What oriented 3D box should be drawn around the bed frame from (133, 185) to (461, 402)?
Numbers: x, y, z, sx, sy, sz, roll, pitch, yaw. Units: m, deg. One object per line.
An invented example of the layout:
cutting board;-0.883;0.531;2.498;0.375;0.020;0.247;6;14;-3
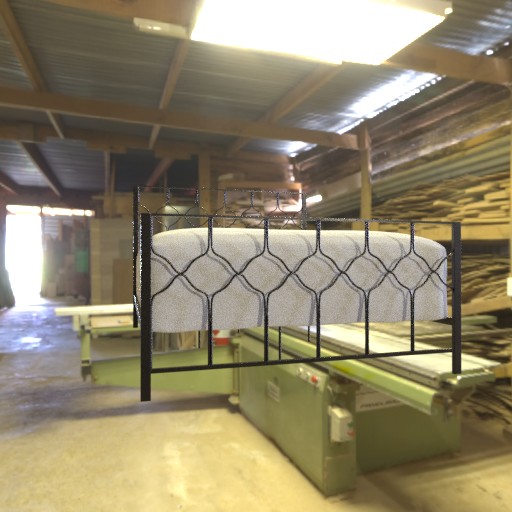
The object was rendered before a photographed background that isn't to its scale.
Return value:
bed frame;0.000;0.000;3.048;1.597;1.222;2.063;0;0;-16
